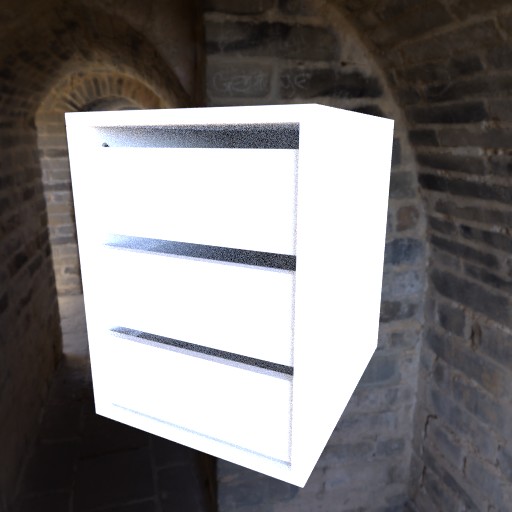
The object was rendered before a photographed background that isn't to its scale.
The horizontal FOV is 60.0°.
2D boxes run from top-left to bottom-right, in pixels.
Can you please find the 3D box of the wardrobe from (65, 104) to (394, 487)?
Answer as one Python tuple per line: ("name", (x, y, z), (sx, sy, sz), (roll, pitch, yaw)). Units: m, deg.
("wardrobe", (0.000, 0.000, 0.869), (0.400, 0.520, 0.500), (7, 16, 26))
